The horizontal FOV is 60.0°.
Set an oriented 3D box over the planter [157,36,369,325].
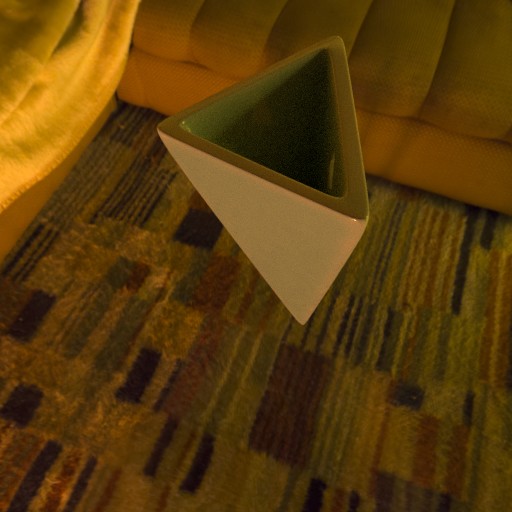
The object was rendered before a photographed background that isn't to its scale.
[{"bbox_3d":[0.000,0.000,0.215,0.064,0.178,0.080,0,60,0],"label":"planter"}]
